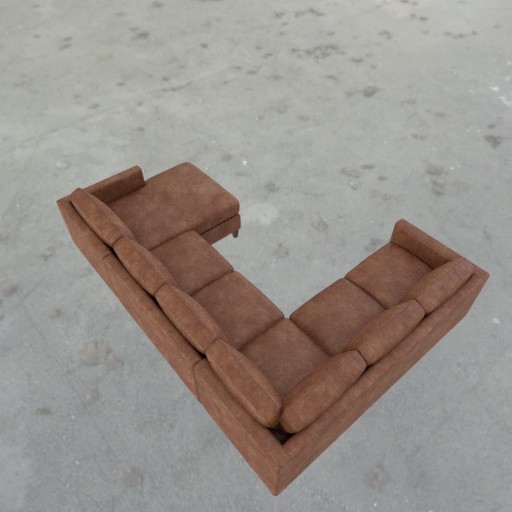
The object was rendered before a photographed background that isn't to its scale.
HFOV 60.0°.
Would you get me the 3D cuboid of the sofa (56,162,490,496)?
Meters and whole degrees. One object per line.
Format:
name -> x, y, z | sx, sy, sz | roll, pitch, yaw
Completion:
sofa -> 0.000, 0.000, 4.319 | 2.452, 0.888, 3.324 | -32, 55, -26
